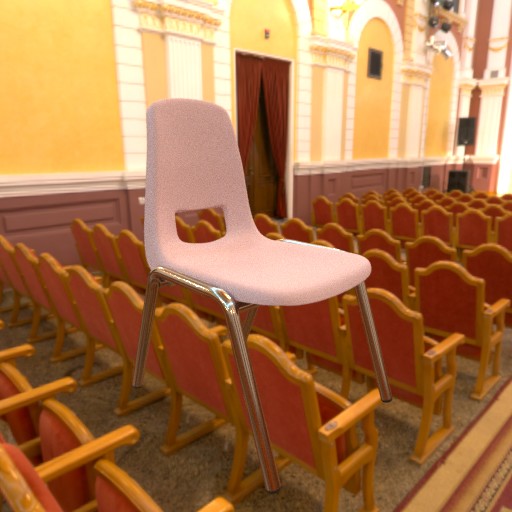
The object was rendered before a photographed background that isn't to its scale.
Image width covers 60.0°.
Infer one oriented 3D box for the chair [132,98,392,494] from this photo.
[{"bbox_3d":[0.000,0.000,0.833,0.423,0.586,0.354,14,19,43],"label":"chair"}]
